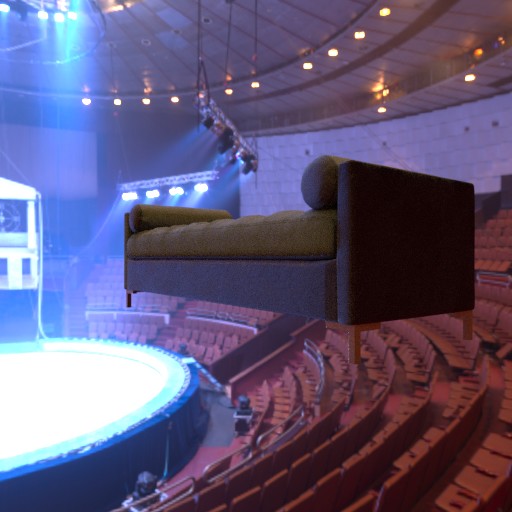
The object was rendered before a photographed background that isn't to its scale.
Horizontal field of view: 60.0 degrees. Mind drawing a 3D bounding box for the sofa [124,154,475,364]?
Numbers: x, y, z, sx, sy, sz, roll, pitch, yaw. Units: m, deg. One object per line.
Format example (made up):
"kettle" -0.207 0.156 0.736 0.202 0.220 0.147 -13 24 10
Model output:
"sofa" 0.000 0.000 2.467 0.796 0.705 2.102 0 0 -36
